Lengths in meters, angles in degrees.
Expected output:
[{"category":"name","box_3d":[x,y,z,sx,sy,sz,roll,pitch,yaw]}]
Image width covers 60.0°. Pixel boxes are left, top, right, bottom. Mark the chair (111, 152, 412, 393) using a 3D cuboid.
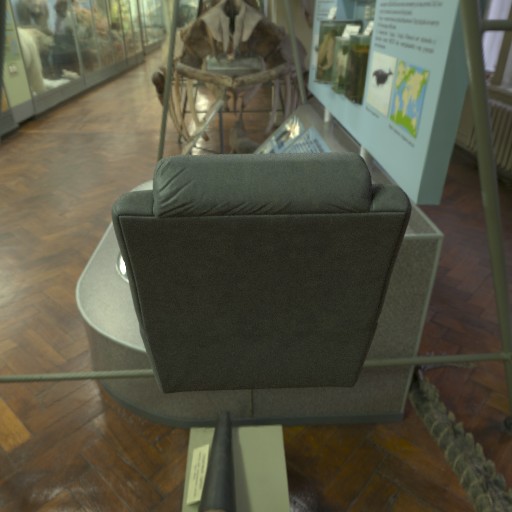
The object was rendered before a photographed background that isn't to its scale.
[{"category":"chair","box_3d":[0.000,0.000,1.937,0.965,1.116,1.068,-1,28,-2]}]
